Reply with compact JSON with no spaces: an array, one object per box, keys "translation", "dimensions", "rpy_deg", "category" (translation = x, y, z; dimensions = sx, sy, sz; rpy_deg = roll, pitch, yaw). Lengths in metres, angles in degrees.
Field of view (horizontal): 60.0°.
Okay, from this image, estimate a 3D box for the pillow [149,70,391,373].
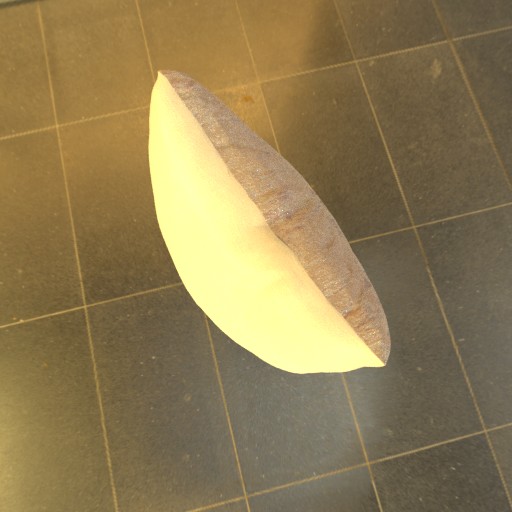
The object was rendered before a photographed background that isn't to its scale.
[{"translation":[0.000,0.000,0.721],"dimensions":[0.245,0.448,0.450],"rpy_deg":[-33,78,-8],"category":"pillow"}]
